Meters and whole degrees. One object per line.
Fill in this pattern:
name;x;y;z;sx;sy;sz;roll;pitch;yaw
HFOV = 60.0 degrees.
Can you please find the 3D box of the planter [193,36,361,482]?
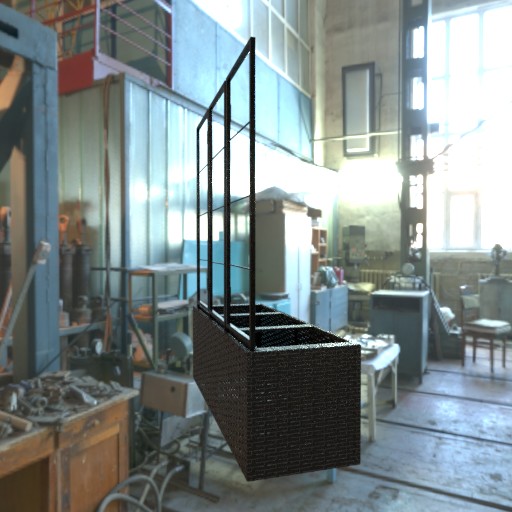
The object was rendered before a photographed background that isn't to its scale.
planter;0.000;0.000;1.195;0.244;0.841;0.699;0;1;-16
